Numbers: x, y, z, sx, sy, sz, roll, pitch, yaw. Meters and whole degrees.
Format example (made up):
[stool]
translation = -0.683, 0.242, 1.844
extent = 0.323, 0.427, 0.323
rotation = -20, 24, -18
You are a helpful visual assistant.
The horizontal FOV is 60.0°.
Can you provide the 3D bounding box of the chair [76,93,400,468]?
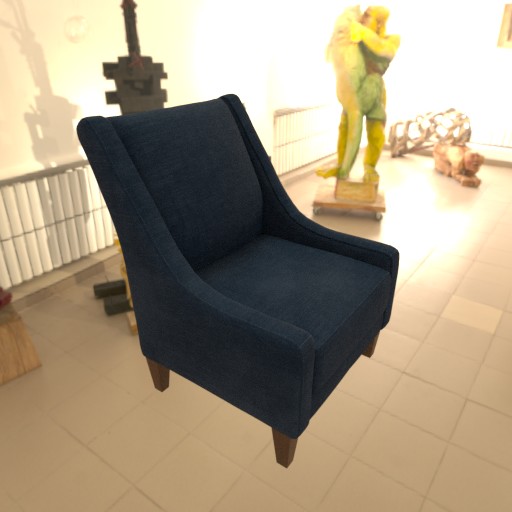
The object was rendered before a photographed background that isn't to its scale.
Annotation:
[chair]
translation = 0.000, 0.000, 1.636
extent = 0.870, 1.014, 0.774
rotation = 18, 32, 32
